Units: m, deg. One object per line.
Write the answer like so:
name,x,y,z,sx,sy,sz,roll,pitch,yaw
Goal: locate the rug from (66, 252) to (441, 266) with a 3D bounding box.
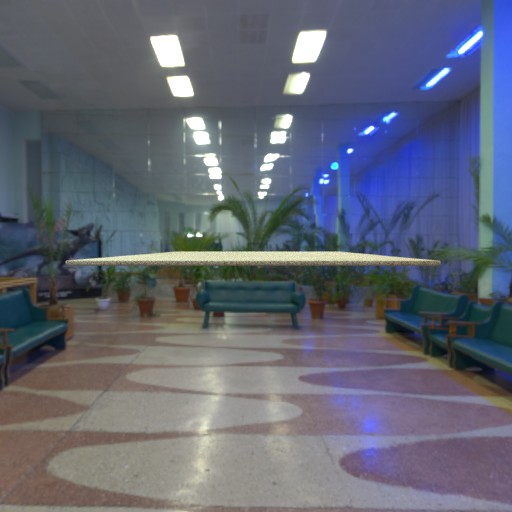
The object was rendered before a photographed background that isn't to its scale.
rug,0.000,0.000,3.474,1.800,0.025,2.699,0,1,1
